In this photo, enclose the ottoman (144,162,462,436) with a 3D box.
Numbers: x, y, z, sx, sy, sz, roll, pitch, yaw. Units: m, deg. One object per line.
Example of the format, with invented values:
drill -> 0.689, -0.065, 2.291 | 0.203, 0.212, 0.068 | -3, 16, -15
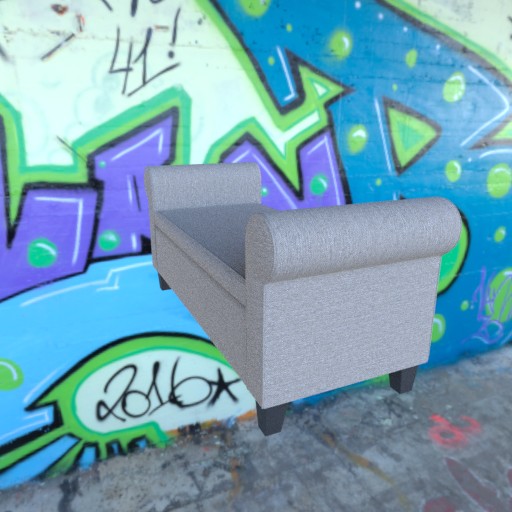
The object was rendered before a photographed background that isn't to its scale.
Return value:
ottoman -> 0.000, 0.000, 1.557 | 0.521, 0.547, 1.256 | -8, 18, -24
